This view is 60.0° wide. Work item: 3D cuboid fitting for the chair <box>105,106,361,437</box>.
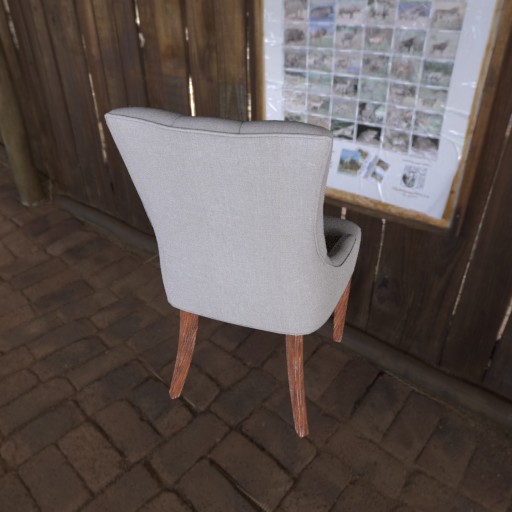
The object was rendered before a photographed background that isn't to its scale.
[{"bbox_3d":[0.000,0.000,1.211,0.509,0.874,0.565,11,34,16],"label":"chair"}]
